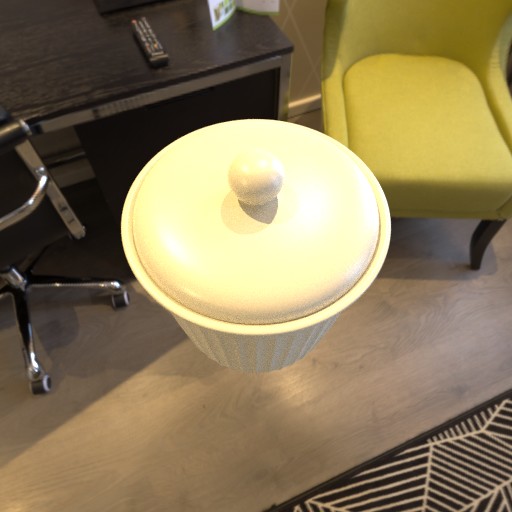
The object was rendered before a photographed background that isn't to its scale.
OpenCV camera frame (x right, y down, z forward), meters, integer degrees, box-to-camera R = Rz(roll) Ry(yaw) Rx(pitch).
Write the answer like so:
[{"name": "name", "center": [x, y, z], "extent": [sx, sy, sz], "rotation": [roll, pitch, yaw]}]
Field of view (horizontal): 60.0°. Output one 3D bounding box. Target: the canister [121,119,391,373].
[{"name": "canister", "center": [0.000, 0.000, 0.350], "extent": [0.181, 0.211, 0.181], "rotation": [0, 58, 0]}]
